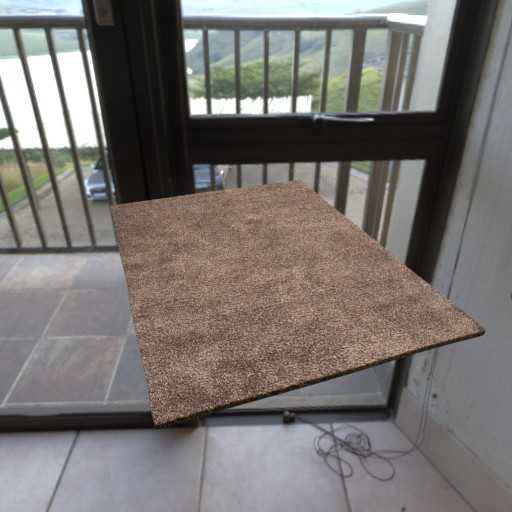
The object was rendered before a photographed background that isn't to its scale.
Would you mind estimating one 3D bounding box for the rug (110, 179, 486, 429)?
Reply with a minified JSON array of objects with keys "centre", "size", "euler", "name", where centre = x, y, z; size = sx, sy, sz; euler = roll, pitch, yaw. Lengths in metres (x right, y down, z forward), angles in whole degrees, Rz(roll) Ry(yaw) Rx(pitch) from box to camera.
[{"centre":[0.000,0.000,2.081],"size":[1.198,0.025,1.601],"euler":[-11,32,-17],"name":"rug"}]
